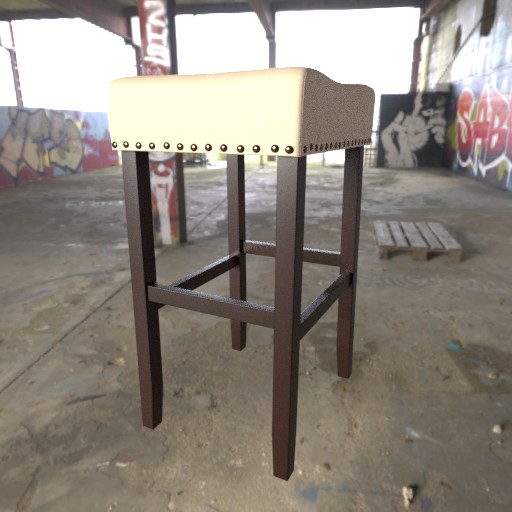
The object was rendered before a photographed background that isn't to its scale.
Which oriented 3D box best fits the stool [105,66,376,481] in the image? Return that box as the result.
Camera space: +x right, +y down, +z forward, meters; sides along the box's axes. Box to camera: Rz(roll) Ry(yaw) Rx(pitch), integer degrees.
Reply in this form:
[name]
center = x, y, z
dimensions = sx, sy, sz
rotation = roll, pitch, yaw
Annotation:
[stool]
center = 0.000, 0.000, 1.032
dimensions = 0.401, 0.762, 0.471
rotation = 8, 19, 26
